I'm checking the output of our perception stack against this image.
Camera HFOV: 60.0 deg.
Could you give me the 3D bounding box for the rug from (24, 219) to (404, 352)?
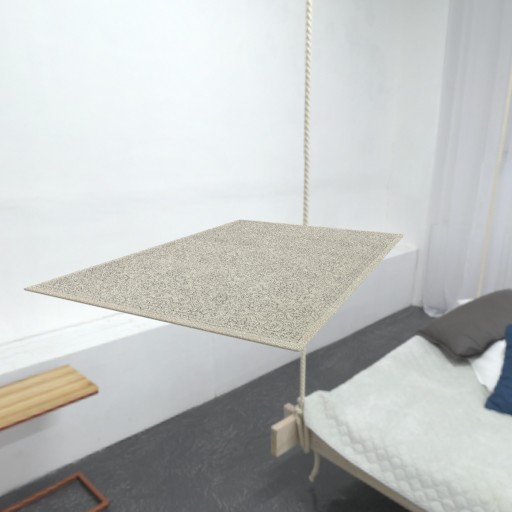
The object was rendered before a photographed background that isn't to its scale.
[{"bbox_3d":[0.000,0.000,2.926,1.524,0.011,2.286,7,16,26],"label":"rug"}]
